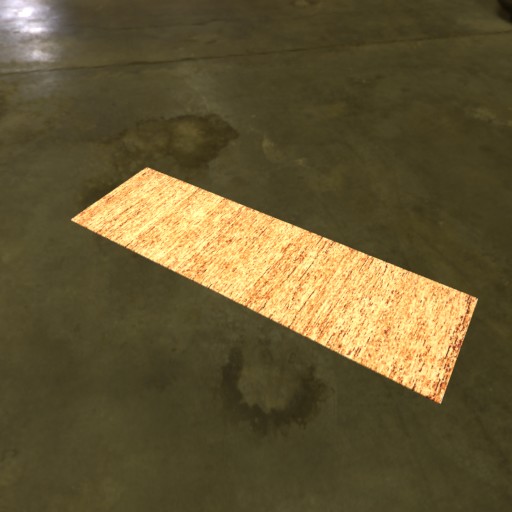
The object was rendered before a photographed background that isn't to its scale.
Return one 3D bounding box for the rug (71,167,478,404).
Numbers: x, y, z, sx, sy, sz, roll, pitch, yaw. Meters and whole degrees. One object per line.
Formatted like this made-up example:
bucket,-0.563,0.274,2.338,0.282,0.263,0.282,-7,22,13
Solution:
rug,0.000,0.000,2.473,2.237,0.014,0.680,24,49,22
